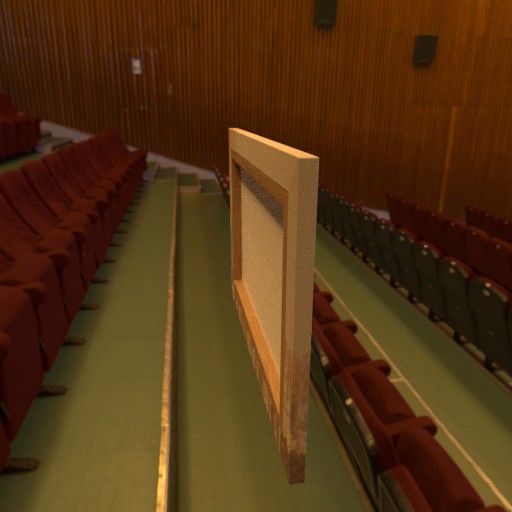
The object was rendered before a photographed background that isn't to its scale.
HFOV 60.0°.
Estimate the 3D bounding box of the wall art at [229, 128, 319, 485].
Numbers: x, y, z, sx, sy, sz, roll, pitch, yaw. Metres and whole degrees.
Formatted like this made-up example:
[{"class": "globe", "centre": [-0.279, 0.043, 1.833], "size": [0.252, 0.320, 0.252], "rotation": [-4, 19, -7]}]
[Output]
[{"class": "wall art", "centre": [0.000, 0.000, 1.459], "size": [0.041, 0.758, 1.142], "rotation": [-3, 19, -9]}]
